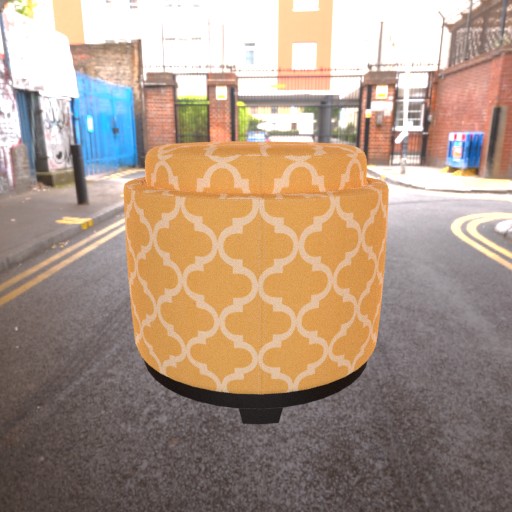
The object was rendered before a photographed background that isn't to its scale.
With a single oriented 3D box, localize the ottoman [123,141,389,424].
[{"bbox_3d":[0.000,0.000,0.858,0.480,0.429,0.480,0,15,0],"label":"ottoman"}]
